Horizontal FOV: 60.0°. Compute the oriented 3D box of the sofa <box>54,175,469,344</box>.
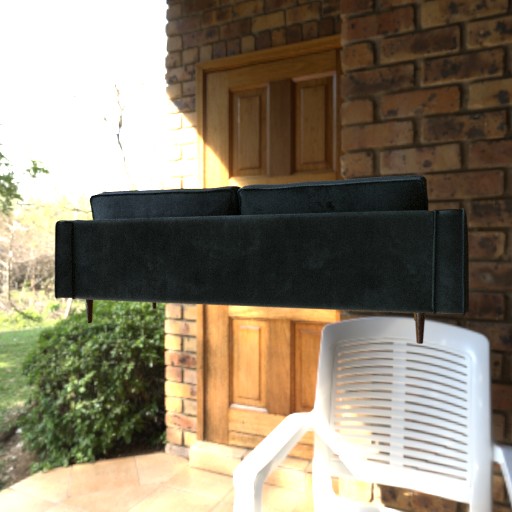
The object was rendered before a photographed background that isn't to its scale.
[{"bbox_3d":[0.000,0.000,2.627,2.214,0.781,0.886,0,0,19],"label":"sofa"}]
